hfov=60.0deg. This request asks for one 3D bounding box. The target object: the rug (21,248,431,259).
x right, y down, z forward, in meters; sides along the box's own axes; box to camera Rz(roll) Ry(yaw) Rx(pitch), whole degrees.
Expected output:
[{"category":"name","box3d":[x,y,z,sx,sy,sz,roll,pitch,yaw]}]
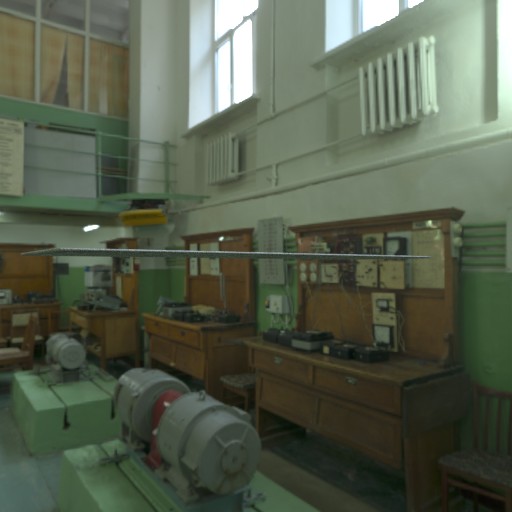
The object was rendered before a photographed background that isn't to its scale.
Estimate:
[{"category":"rug","box3d":[0.000,0.000,2.715,2.452,0.017,0.855,1,-2,-37]}]
